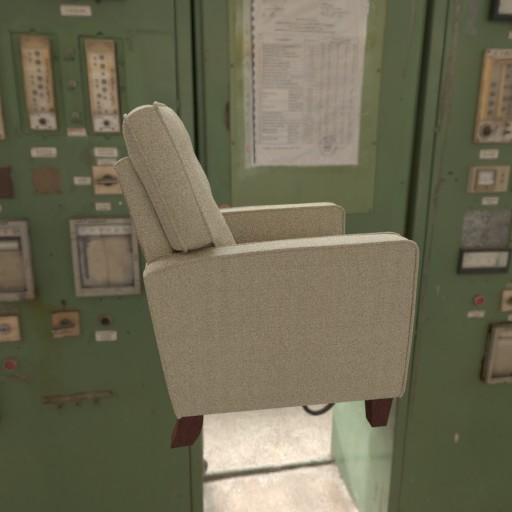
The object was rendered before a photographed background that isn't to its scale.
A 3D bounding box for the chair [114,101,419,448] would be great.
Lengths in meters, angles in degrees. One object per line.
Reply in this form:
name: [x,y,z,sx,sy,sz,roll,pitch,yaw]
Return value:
chair: [0.000,0.000,1.390,0.754,0.888,0.648,-2,16,-8]
